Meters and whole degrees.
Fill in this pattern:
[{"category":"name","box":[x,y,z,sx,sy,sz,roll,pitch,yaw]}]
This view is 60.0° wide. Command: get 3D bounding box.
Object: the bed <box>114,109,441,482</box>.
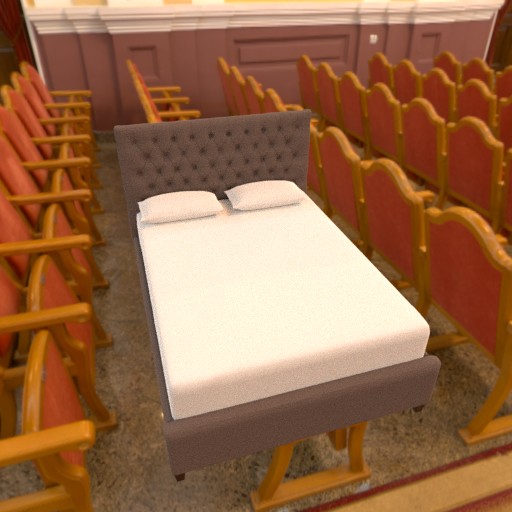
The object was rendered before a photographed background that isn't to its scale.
[{"category":"bed","box":[0.000,0.000,3.219,1.696,1.426,2.233,-10,34,-14]}]
